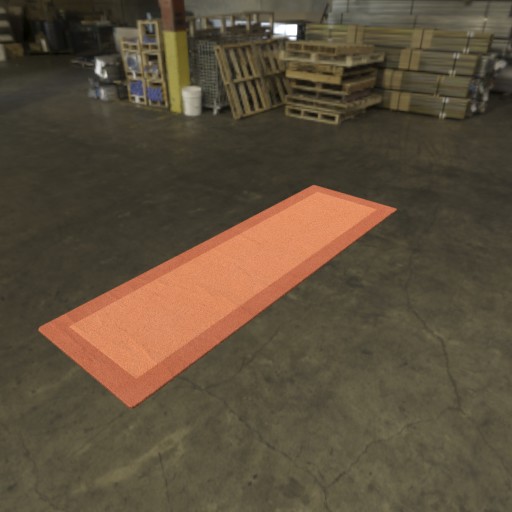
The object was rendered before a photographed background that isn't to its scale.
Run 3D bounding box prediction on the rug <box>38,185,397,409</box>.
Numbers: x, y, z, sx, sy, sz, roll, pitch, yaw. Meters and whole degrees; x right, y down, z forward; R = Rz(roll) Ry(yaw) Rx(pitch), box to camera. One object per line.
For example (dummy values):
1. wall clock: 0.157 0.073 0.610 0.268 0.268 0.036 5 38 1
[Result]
1. rug: 0.000 0.000 2.751 0.914 0.013 2.471 21 37 30
